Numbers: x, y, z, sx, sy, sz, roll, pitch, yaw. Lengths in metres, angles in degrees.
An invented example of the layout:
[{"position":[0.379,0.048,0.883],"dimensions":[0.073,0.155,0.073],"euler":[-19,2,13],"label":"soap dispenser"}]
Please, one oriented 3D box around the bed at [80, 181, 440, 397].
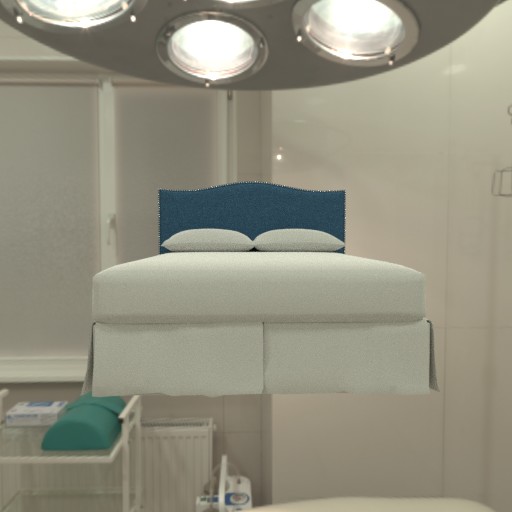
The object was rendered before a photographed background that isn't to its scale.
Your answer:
[{"position":[0.000,0.000,2.852],"dimensions":[1.610,1.169,1.872],"euler":[0,3,-2],"label":"bed"}]
